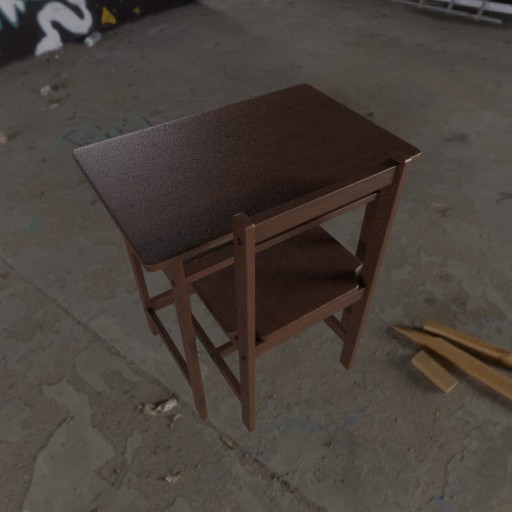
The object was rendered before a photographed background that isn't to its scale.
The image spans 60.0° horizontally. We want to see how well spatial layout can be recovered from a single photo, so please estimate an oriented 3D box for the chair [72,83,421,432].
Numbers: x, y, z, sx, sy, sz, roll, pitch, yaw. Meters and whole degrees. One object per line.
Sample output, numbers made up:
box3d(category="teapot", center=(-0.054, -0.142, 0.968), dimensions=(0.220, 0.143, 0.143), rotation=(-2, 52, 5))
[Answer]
box3d(category="chair", center=(0.000, 0.000, 1.065), dimensions=(0.599, 0.673, 0.463), rotation=(-24, 50, -23))
